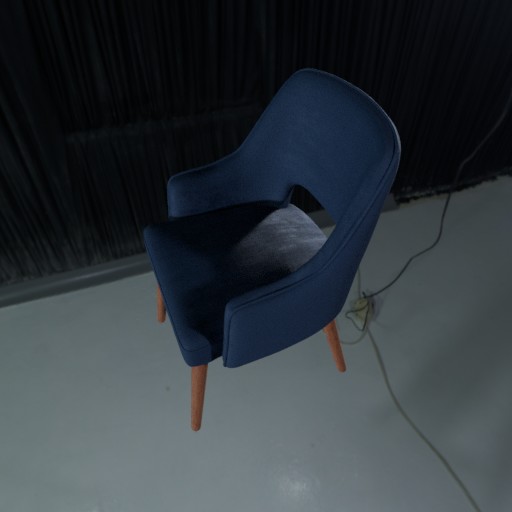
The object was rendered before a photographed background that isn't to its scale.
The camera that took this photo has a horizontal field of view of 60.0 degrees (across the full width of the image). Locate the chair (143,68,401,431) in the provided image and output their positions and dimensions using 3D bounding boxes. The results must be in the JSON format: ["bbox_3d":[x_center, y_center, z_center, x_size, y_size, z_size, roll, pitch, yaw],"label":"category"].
[{"bbox_3d":[0.000,0.000,1.240,0.591,0.844,0.559,-16,48,-15],"label":"chair"}]
